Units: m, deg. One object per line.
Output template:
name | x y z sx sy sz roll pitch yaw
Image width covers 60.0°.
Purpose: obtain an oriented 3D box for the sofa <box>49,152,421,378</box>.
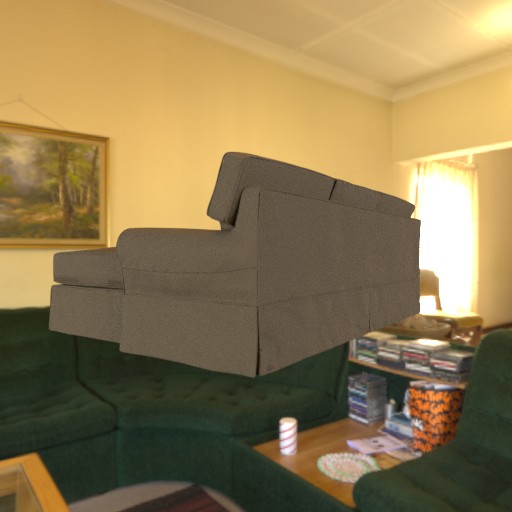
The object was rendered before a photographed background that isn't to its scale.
sofa | 0.000 0.000 3.265 1.733 0.978 2.475 0 1 36
